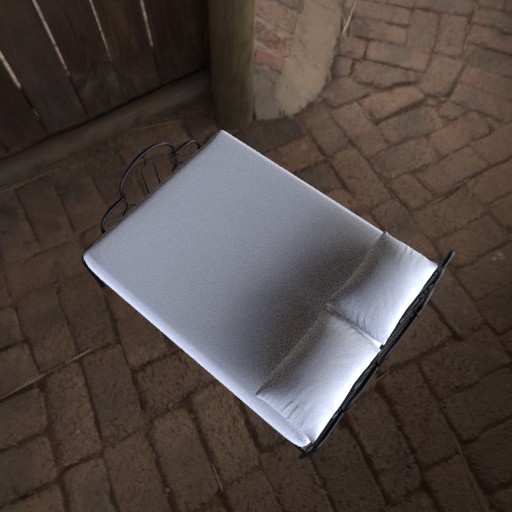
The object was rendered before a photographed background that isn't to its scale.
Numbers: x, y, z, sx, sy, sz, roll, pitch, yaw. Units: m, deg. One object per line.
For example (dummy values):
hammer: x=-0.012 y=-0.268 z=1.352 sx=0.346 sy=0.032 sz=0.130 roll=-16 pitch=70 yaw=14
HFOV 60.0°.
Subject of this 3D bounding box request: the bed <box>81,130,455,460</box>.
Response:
bed: x=0.000 y=0.000 z=3.201 sx=2.181 sy=1.444 sz=1.626 roll=36 pitch=68 yaw=17
